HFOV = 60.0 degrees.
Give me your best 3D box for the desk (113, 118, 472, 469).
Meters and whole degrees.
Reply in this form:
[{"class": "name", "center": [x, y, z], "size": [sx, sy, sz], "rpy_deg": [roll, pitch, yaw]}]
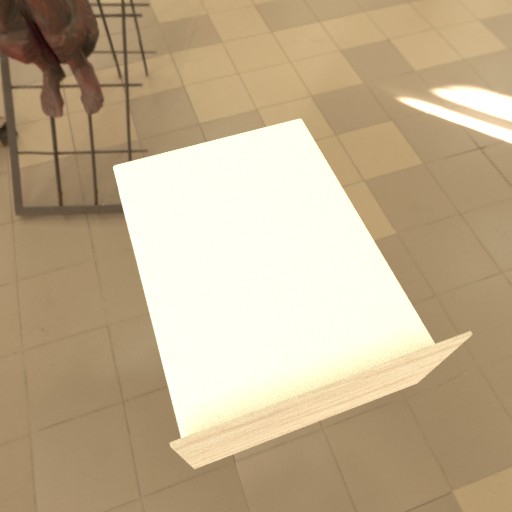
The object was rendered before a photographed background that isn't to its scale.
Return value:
[{"class": "desk", "center": [0.000, 0.000, 2.686], "size": [1.400, 0.800, 1.900], "rpy_deg": [-17, 60, -10]}]
